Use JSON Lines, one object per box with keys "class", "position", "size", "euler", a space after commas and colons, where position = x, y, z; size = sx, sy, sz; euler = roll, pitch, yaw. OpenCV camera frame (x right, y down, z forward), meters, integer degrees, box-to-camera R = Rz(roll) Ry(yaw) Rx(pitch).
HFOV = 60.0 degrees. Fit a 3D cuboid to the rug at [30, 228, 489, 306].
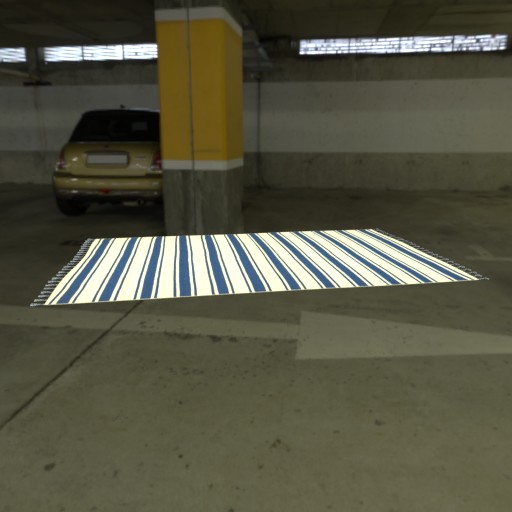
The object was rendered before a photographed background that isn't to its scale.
{"class": "rug", "position": [0.000, 0.000, 2.568], "size": [2.108, 0.009, 1.248], "euler": [-3, 15, -9]}
